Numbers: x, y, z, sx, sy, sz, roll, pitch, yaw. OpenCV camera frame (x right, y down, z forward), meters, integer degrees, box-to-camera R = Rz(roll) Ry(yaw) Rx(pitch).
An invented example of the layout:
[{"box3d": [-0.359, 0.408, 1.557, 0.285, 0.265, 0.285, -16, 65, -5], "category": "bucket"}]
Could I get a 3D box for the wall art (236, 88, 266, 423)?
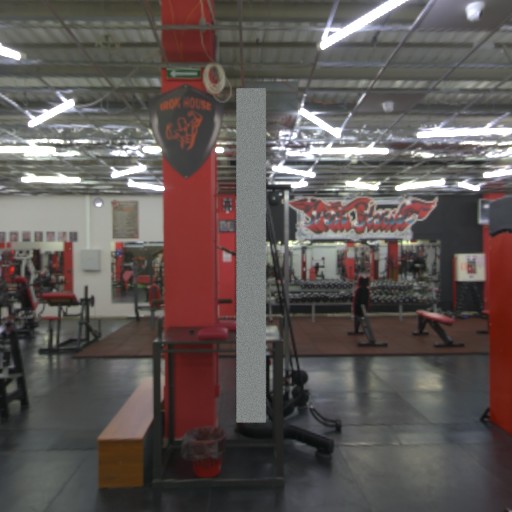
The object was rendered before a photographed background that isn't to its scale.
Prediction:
[{"box3d": [0.000, 0.000, 0.977, 0.038, 0.431, 0.812, 0, 0, 1], "category": "wall art"}]
